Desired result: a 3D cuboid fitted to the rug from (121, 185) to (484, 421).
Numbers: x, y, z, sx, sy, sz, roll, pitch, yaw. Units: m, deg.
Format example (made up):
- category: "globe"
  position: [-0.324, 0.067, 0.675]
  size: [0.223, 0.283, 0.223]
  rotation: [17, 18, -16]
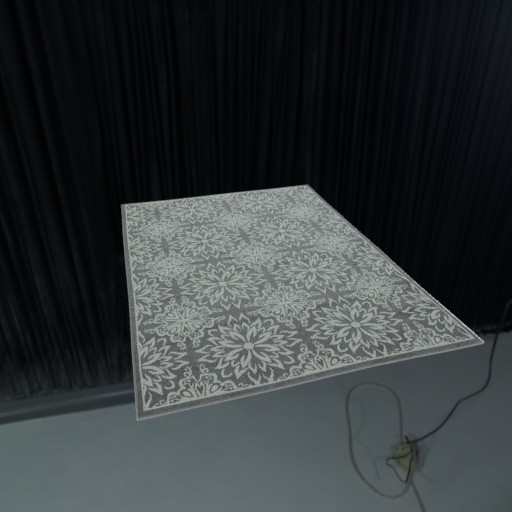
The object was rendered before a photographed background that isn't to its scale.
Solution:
- category: "rug"
  position: [0.000, 0.000, 2.825]
  size: [1.608, 0.014, 2.213]
  rotation: [-8, 30, -14]
